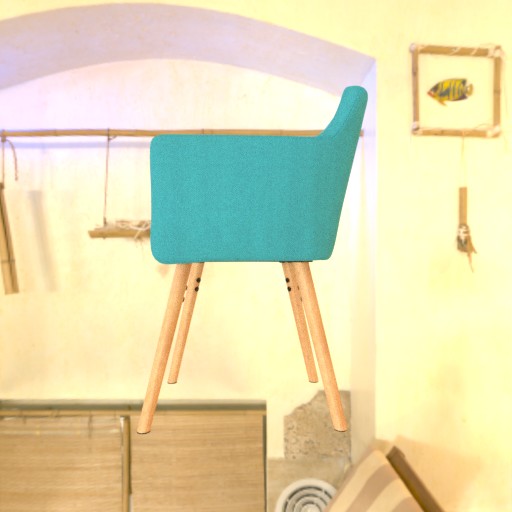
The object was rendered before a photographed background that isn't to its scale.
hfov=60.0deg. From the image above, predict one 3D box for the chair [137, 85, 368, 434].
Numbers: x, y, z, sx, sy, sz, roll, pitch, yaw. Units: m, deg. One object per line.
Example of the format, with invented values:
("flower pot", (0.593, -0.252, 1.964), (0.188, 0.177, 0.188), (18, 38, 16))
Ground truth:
("chair", (0.000, 0.000, 1.178), (0.540, 0.780, 0.570), (0, 0, -2))
